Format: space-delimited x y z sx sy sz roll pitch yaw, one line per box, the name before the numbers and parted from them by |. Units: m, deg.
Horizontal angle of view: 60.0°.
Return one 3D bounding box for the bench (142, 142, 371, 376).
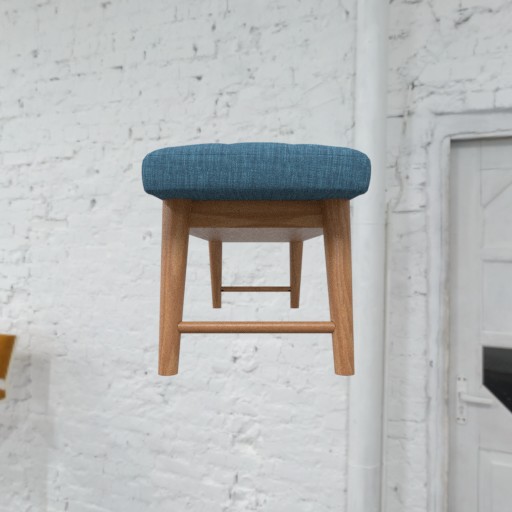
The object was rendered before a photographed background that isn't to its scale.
bench | 0.000 0.000 1.331 0.406 0.432 1.118 0 0 0
